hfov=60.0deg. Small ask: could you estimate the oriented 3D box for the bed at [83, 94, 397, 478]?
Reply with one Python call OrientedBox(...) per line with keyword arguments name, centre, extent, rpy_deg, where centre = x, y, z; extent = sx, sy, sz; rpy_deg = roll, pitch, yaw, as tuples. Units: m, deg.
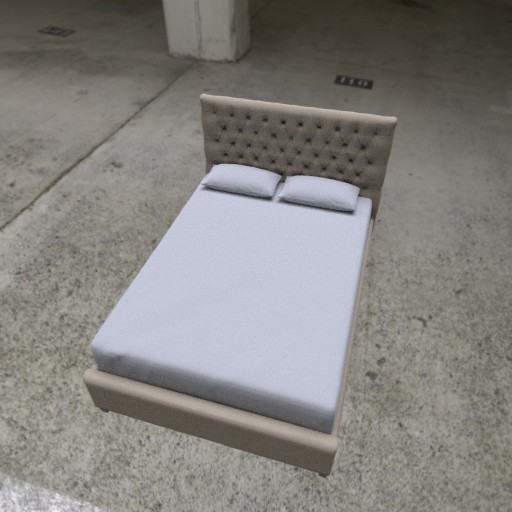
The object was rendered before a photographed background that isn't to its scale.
OrientedBox(name="bed", centre=(0.000, 0.000, 3.372), extent=(1.698, 1.427, 2.387), rpy_deg=(11, 43, 12))
